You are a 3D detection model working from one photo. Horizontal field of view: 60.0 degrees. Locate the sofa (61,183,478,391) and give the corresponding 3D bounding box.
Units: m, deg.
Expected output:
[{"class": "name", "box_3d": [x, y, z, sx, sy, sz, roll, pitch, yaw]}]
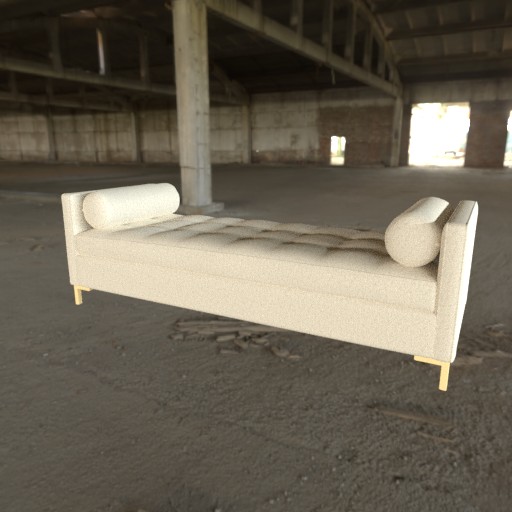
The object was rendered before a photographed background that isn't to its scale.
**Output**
[{"class": "sofa", "box_3d": [0.000, 0.000, 2.289, 1.985, 0.641, 0.746, 7, 16, 27]}]
